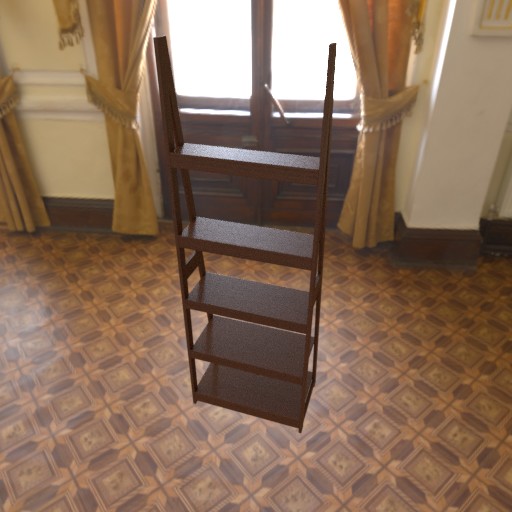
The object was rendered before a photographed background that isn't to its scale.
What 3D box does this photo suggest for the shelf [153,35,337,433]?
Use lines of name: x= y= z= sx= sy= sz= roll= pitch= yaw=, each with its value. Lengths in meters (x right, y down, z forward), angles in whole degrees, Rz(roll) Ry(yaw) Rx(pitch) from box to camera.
shelf: x=0.000 y=0.000 z=1.977 sx=0.600 sy=1.770 sz=0.350 roll=10 pitch=33 yaw=16
